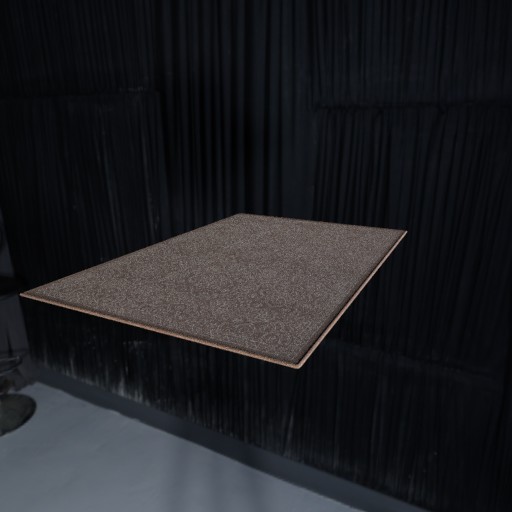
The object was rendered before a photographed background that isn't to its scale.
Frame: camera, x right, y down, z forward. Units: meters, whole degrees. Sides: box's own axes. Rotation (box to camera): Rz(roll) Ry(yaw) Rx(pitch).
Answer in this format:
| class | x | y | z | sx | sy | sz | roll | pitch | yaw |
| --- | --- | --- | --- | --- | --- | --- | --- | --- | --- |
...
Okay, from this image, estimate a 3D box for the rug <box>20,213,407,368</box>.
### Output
| class | x | y | z | sx | sy | sz | roll | pitch | yaw |
| --- | --- | --- | --- | --- | --- | --- | --- | --- | --- |
| rug | 0.000 | 0.000 | 2.882 | 1.524 | 0.011 | 2.286 | 9 | 19 | 26 |
